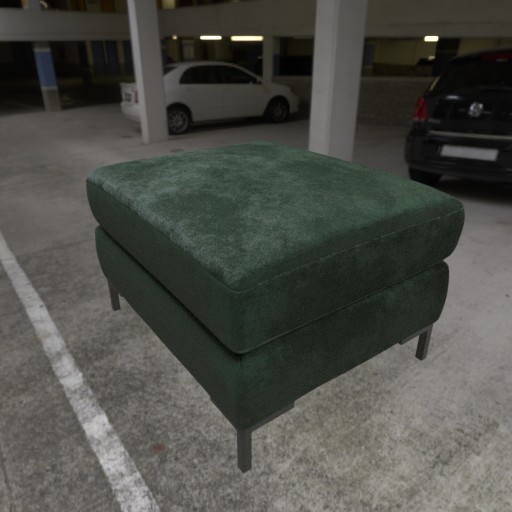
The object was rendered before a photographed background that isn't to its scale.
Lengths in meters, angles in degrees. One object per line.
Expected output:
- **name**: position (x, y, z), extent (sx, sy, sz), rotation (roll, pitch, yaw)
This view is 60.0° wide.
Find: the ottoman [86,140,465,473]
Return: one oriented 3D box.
- **ottoman**: position (0.000, 0.000, 1.298), extent (0.701, 0.538, 0.839), rotation (-18, 32, -32)
